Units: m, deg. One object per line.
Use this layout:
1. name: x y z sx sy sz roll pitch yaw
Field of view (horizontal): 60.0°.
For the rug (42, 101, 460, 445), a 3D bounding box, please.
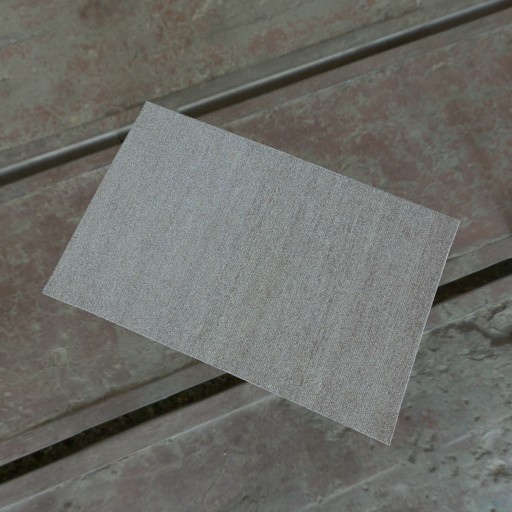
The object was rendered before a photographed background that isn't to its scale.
1. rug: 0.000 0.000 2.208 1.792 0.021 1.154 22 77 5
